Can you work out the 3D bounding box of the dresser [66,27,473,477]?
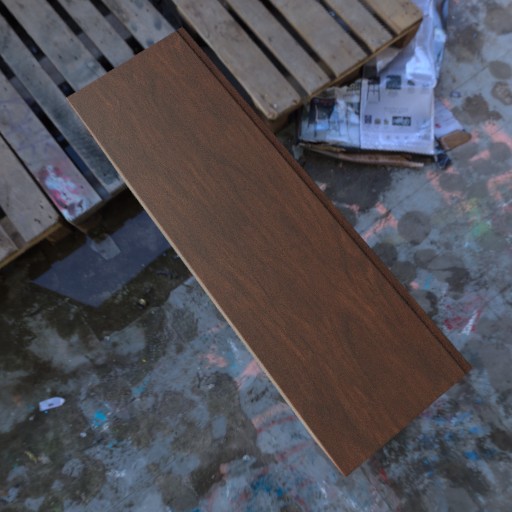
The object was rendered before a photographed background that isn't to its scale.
[{"bbox_3d":[0.000,0.000,1.821,0.500,0.889,1.472,-36,78,-9],"label":"dresser"}]
